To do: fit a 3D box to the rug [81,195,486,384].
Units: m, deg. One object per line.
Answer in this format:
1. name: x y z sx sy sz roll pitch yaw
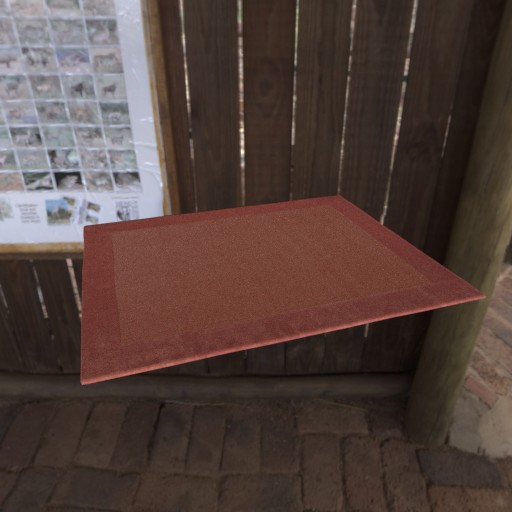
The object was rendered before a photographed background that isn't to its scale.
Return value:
1. rug: 0.000 0.000 4.020 2.976 0.018 2.430 -9 29 -16
